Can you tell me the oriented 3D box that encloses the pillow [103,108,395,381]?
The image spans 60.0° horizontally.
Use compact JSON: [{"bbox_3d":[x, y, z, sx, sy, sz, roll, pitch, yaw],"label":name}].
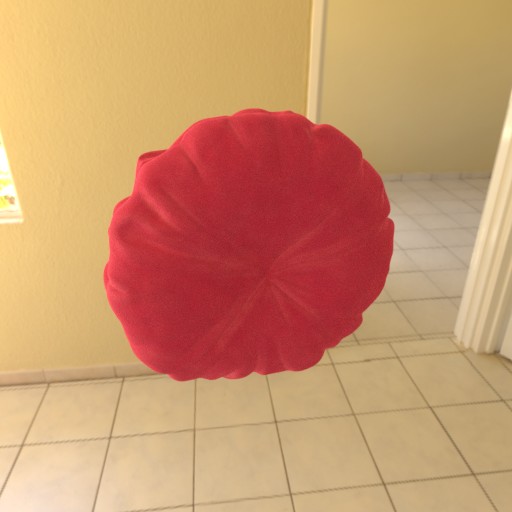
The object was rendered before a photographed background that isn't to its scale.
[{"bbox_3d":[0.000,0.000,0.641,0.428,0.407,0.148,-7,27,-14],"label":"pillow"}]
